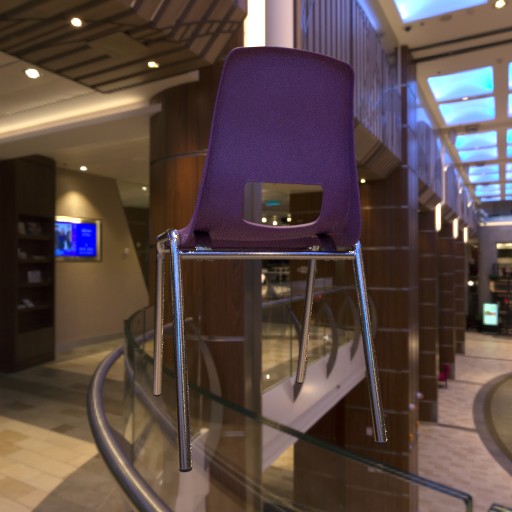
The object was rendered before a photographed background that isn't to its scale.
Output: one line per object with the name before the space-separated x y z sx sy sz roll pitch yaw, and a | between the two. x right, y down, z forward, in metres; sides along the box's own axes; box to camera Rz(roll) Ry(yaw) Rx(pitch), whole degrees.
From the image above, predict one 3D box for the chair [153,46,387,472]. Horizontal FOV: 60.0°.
chair | 0.000 0.000 0.898 0.381 0.654 0.432 0 0 -17
